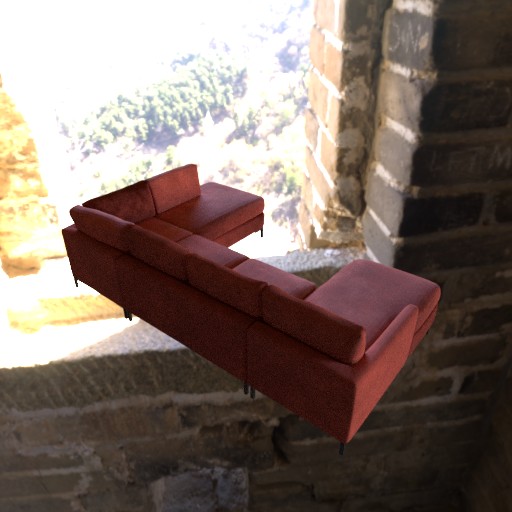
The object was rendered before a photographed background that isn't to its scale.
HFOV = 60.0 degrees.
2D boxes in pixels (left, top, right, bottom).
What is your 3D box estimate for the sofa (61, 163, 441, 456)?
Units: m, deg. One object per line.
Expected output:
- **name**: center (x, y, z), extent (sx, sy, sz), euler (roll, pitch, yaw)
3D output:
- **sofa**: center (0.000, 0.000, 3.890), extent (2.971, 0.858, 1.981), euler (22, 37, 32)
